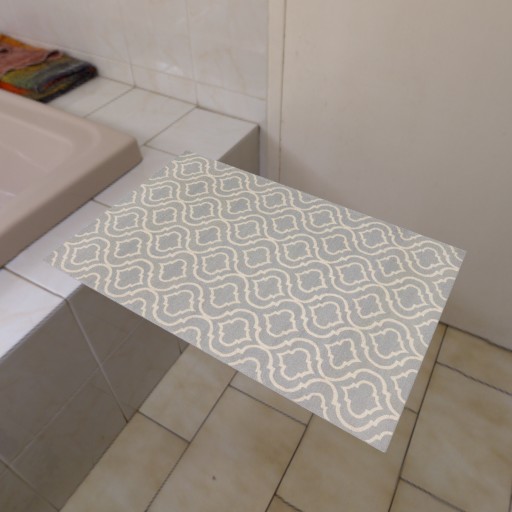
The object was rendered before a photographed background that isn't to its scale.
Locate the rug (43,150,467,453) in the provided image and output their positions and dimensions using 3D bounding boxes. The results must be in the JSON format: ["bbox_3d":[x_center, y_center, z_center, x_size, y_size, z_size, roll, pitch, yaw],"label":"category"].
[{"bbox_3d":[0.000,0.000,2.180,1.749,0.015,1.141,24,50,22],"label":"rug"}]
